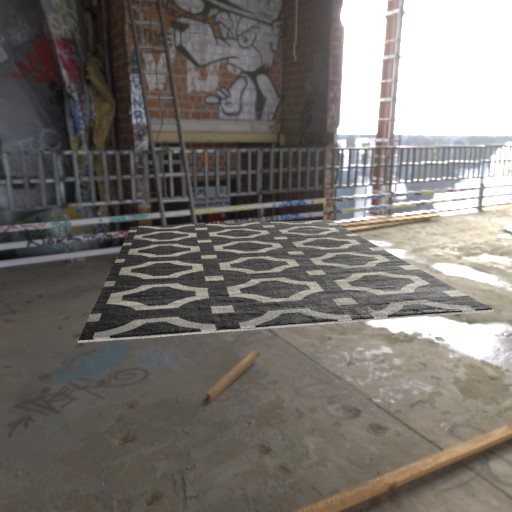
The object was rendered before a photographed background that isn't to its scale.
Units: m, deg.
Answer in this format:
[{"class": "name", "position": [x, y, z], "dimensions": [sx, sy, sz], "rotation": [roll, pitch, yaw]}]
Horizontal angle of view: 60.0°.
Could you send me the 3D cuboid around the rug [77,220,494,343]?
[{"class": "rug", "position": [0.000, 0.000, 3.991], "dimensions": [2.466, 0.021, 3.049], "rotation": [-3, 15, -10]}]
